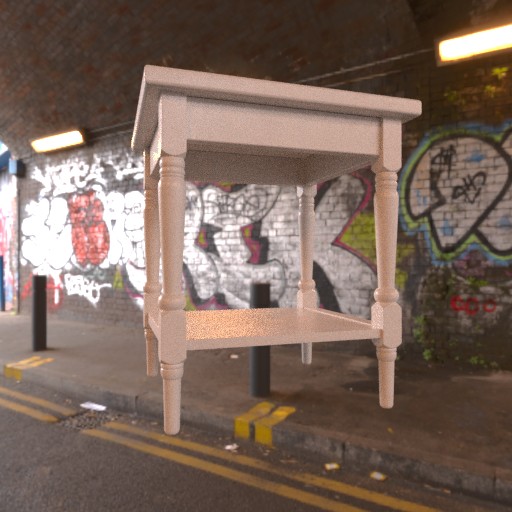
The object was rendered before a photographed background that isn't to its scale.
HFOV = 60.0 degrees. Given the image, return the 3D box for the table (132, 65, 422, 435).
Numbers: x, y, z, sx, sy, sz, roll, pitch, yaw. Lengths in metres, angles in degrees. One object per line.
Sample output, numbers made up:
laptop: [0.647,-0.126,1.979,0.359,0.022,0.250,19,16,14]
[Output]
table: [0.000,0.000,0.935,0.488,0.565,0.442,0,0,-18]
